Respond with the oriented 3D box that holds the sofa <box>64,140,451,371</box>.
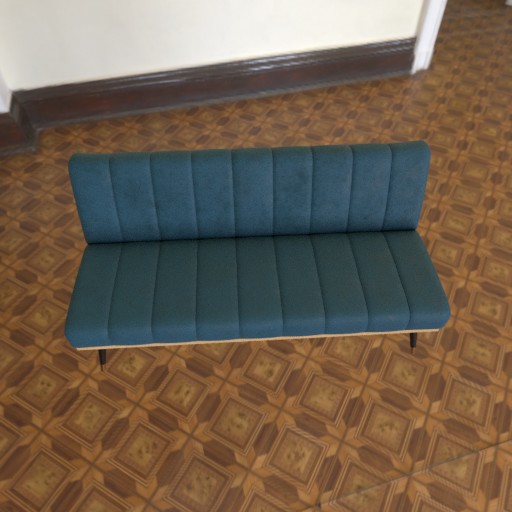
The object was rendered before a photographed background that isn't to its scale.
[{"bbox_3d":[0.000,0.000,2.283,1.810,0.825,0.830,-3,48,-2],"label":"sofa"}]
